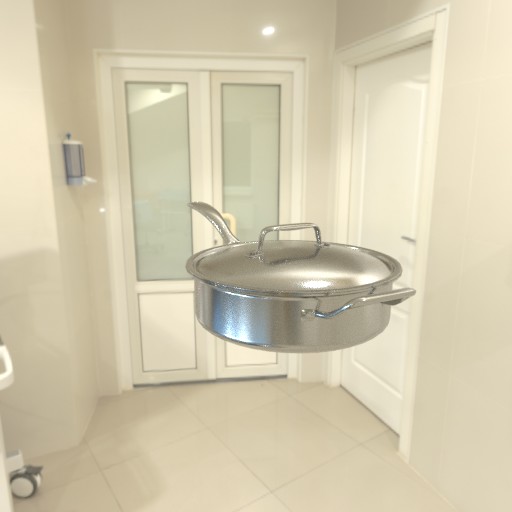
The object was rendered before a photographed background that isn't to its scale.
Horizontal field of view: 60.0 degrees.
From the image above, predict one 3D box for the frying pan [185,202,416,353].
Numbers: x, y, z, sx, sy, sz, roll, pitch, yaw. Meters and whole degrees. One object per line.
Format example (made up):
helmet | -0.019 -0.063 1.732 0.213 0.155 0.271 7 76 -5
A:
frying pan | 0.000 0.000 0.595 0.245 0.111 0.492 -7 15 -27
